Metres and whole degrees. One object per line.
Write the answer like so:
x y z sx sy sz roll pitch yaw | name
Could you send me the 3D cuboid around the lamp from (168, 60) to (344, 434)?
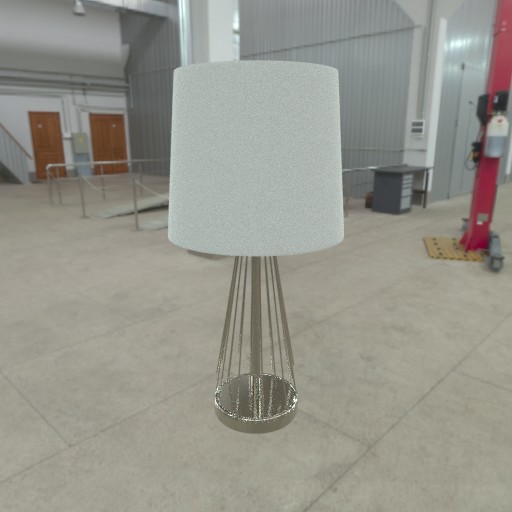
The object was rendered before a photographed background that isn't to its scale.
0.000 0.000 0.789 0.303 0.618 0.303 0 16 0 | lamp
